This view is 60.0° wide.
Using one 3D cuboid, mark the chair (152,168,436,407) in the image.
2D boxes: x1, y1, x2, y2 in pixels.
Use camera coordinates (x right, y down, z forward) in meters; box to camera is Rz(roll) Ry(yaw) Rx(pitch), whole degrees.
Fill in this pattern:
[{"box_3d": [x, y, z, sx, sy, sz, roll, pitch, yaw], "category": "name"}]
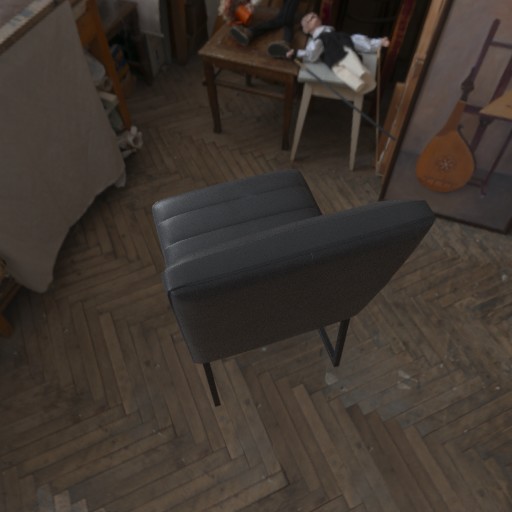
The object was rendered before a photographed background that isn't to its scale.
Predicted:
[{"box_3d": [0.000, 0.000, 1.300, 0.520, 0.930, 0.634, -15, 58, -10], "category": "chair"}]
